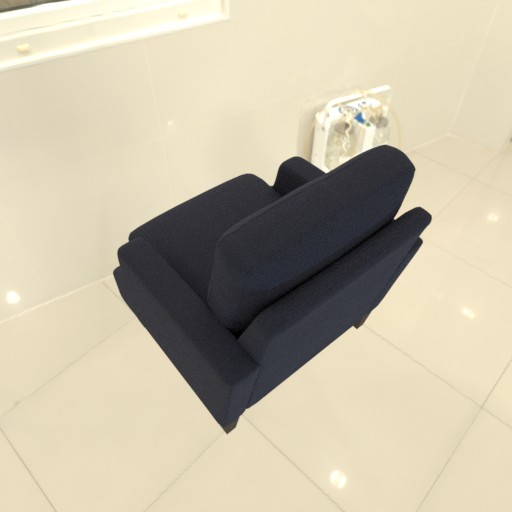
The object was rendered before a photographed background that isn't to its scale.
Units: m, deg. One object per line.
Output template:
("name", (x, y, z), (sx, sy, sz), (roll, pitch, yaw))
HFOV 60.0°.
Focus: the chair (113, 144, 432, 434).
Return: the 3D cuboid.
("chair", (0.000, 0.000, 1.661), (0.855, 0.991, 0.897), (-32, 56, -25))
